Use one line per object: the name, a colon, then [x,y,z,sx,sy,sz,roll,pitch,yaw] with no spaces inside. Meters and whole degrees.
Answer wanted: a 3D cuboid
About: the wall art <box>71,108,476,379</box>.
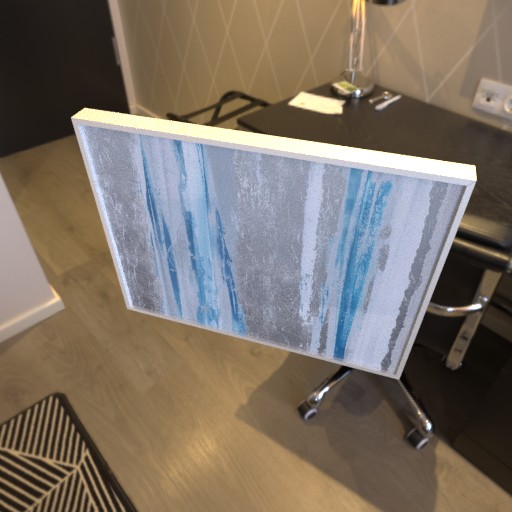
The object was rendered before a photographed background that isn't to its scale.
wall art: [0.000,0.000,1.402,1.056,0.801,0.066,12,43,13]
